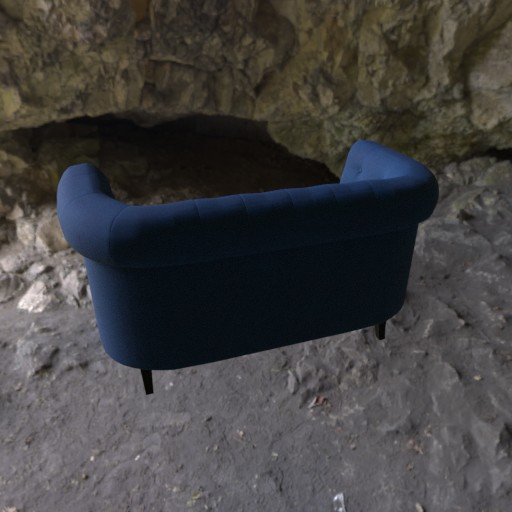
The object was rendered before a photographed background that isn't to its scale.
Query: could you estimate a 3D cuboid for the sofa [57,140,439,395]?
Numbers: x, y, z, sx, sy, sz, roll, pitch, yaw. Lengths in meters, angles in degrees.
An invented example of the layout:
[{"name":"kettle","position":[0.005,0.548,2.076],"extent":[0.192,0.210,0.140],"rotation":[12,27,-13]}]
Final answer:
[{"name":"sofa","position":[0.000,0.000,1.997],"extent":[1.558,0.827,0.835],"rotation":[-9,29,-17]}]
